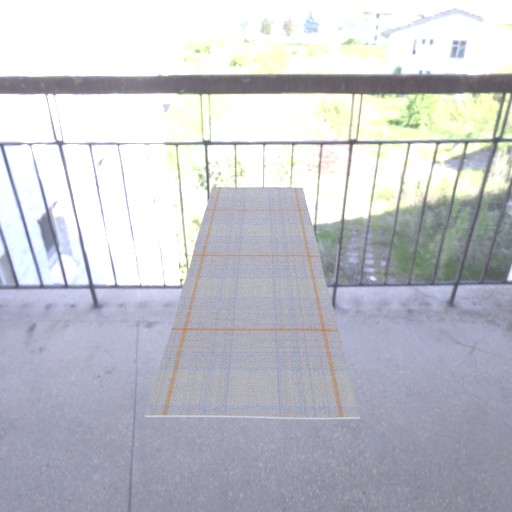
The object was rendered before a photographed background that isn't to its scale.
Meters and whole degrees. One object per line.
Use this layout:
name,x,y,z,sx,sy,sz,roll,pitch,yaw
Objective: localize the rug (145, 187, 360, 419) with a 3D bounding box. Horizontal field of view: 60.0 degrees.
rug,0.000,0.000,2.651,0.770,0.016,2.442,0,28,1
